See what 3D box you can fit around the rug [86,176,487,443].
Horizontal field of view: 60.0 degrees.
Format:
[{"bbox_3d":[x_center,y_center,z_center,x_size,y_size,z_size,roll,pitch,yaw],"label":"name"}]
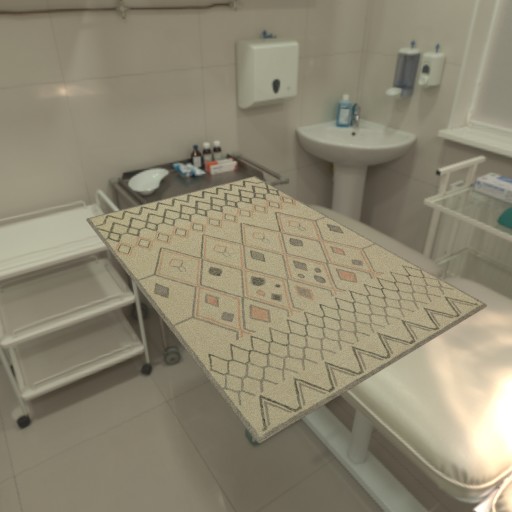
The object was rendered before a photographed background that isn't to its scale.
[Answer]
[{"bbox_3d":[0.000,0.000,2.300,1.219,0.016,1.829,-20,37,-28],"label":"rug"}]
